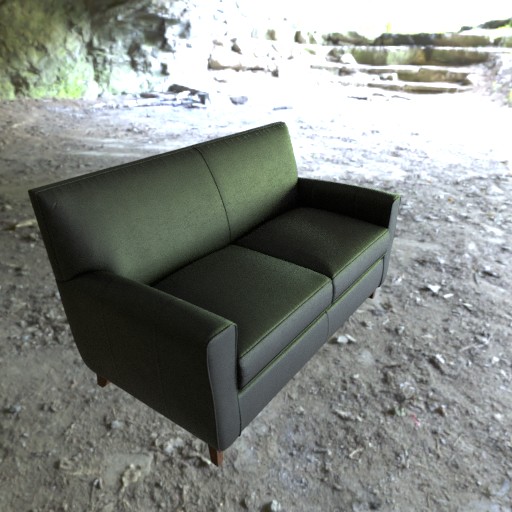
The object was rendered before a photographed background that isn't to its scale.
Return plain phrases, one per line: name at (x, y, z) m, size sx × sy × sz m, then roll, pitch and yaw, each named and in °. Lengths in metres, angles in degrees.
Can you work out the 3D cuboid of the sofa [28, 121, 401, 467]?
sofa at (0.000, 0.000, 1.963) m, size 0.787 × 0.871 × 1.473 m, roll 19°, pitch 33°, yaw 32°
